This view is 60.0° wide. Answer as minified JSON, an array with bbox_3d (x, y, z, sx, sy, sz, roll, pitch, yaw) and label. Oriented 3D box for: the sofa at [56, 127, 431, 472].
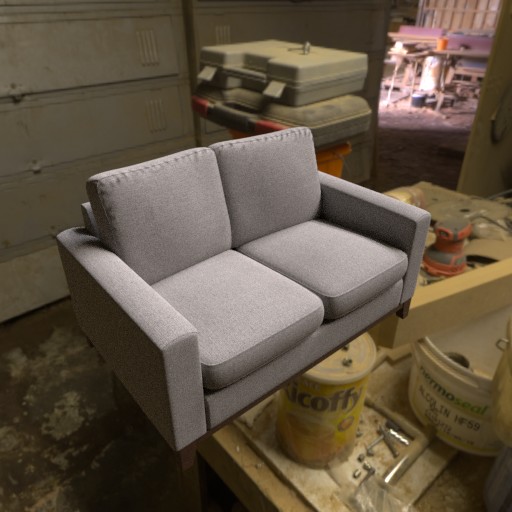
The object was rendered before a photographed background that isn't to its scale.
[{"bbox_3d":[0.000,0.000,2.005,1.420,0.873,0.917,-23,38,-33],"label":"sofa"}]
